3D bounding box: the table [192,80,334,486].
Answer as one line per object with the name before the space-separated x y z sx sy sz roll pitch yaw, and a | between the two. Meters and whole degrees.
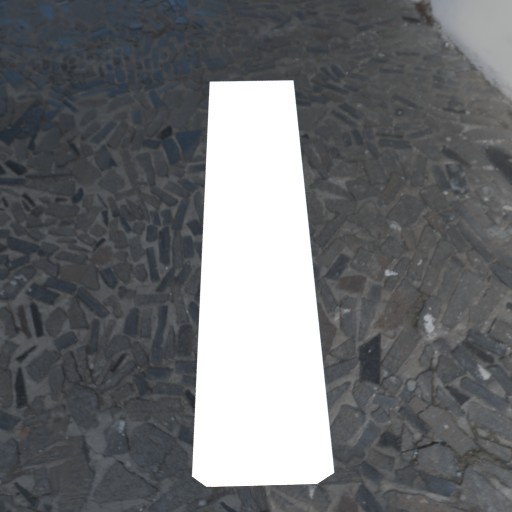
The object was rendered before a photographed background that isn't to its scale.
table | 0.000 0.000 1.819 0.390 0.420 1.650 -1 59 -1
